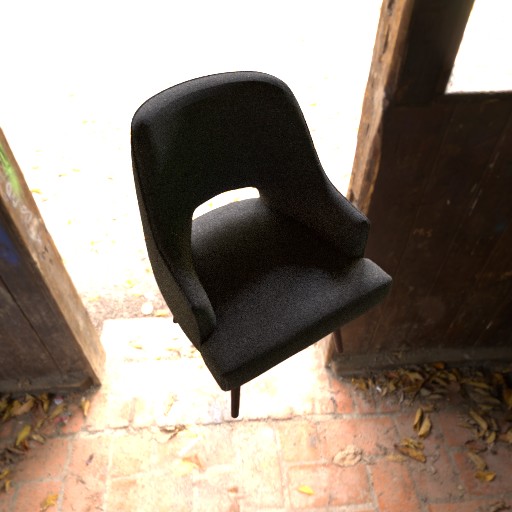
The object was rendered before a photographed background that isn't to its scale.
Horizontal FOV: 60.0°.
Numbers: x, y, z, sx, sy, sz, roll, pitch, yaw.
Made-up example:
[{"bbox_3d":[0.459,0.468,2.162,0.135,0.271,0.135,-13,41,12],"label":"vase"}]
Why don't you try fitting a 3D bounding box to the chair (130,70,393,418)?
[{"bbox_3d":[0.000,0.000,1.351,0.608,0.875,0.629,-25,52,-22],"label":"chair"}]
